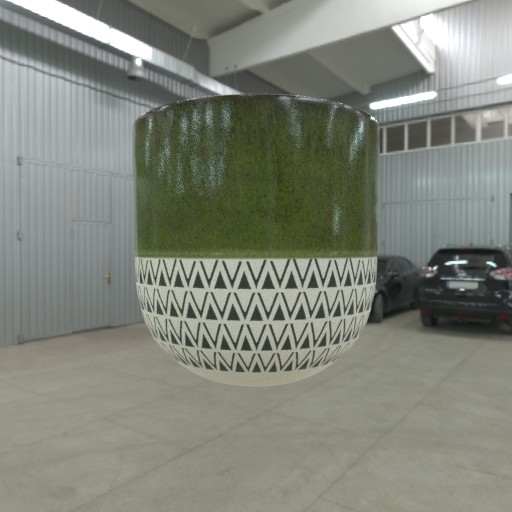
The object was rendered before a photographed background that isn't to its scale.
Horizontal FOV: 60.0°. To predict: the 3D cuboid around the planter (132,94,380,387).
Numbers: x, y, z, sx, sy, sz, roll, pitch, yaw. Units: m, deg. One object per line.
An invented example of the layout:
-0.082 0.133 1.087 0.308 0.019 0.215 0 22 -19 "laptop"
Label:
0.000 0.000 0.496 0.266 0.270 0.266 0 1 0 "planter"
